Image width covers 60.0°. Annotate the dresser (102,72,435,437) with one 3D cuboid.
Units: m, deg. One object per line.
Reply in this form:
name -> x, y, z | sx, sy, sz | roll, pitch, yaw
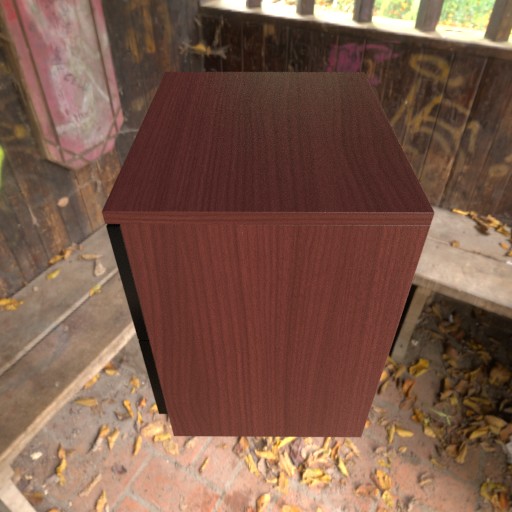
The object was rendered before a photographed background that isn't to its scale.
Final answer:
dresser -> 0.000, 0.000, 0.749 | 0.360, 0.470, 0.400 | 0, 41, 0
